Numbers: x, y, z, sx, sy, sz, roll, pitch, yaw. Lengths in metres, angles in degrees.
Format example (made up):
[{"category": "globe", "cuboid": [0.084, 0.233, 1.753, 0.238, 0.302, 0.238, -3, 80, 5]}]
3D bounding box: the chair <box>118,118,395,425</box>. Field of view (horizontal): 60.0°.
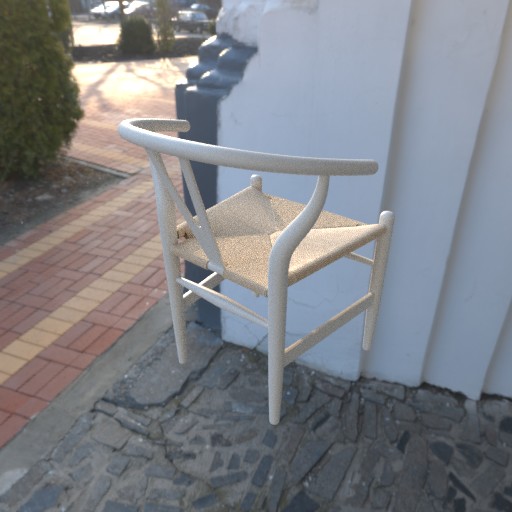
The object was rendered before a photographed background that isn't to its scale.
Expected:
[{"category": "chair", "cuboid": [0.000, 0.000, 1.144, 0.569, 0.730, 0.579, 22, 36, 34]}]
